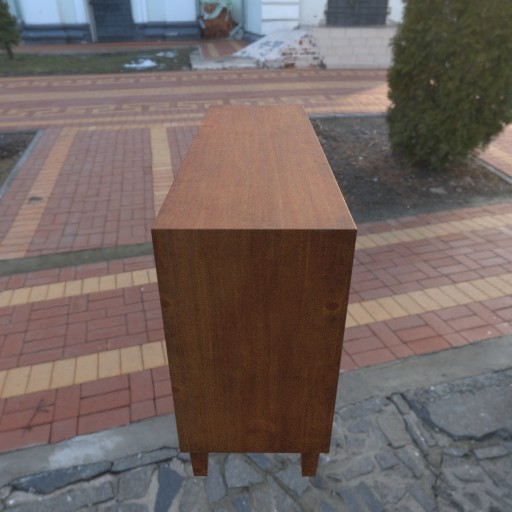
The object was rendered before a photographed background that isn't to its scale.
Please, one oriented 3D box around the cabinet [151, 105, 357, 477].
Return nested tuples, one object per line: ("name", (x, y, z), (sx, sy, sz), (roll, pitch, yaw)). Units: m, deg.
("cabinet", (0.000, 0.000, 1.579), (0.403, 0.805, 1.204), (0, 30, 0))
